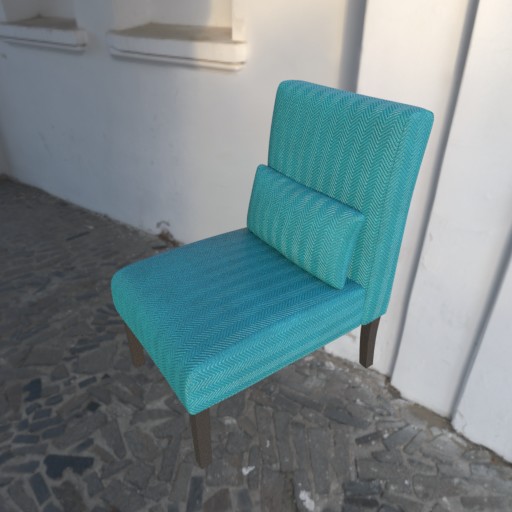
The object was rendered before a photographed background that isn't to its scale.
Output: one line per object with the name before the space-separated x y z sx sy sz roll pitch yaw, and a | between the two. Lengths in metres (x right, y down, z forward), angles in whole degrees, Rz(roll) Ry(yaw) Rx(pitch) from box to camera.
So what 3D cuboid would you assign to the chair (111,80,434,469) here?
chair | 0.000 0.000 1.419 0.808 0.927 0.579 -20 37 -30
